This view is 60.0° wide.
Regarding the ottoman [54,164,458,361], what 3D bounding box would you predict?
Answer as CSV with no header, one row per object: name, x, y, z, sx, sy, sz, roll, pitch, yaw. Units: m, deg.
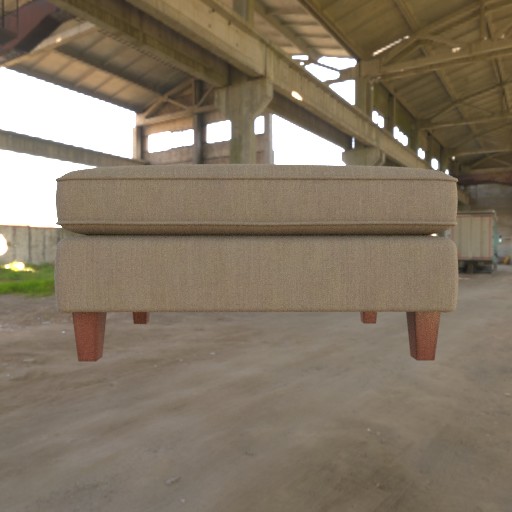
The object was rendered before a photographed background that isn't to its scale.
ottoman,0.000,0.000,1.300,0.941,0.480,0.636,0,1,-1
